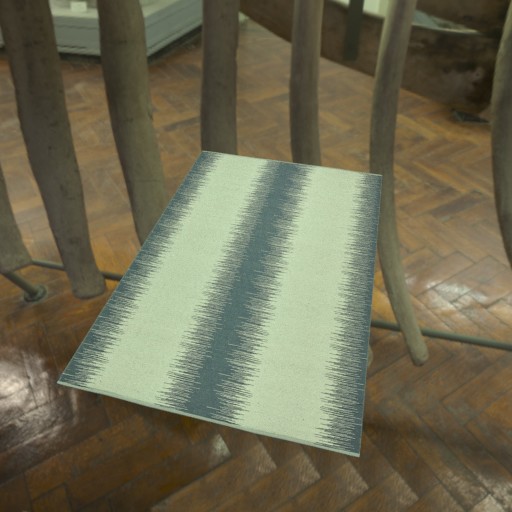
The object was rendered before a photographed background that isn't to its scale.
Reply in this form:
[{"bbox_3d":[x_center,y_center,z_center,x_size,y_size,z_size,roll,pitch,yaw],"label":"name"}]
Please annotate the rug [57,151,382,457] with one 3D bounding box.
[{"bbox_3d":[0.000,0.000,2.352,1.234,0.006,1.854,10,46,10],"label":"rug"}]
